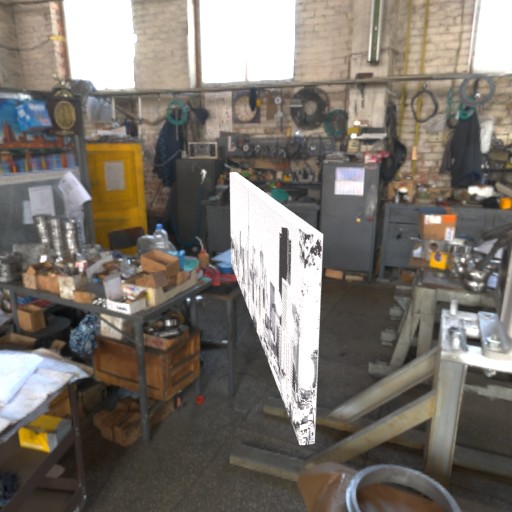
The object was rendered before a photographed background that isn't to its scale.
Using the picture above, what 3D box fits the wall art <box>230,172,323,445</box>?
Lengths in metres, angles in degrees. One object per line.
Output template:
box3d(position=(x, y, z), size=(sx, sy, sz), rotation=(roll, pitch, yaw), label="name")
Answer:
box3d(position=(0.000, 0.000, 1.701), size=(0.039, 0.507, 1.520), rotation=(-2, 16, -9), label="wall art")
